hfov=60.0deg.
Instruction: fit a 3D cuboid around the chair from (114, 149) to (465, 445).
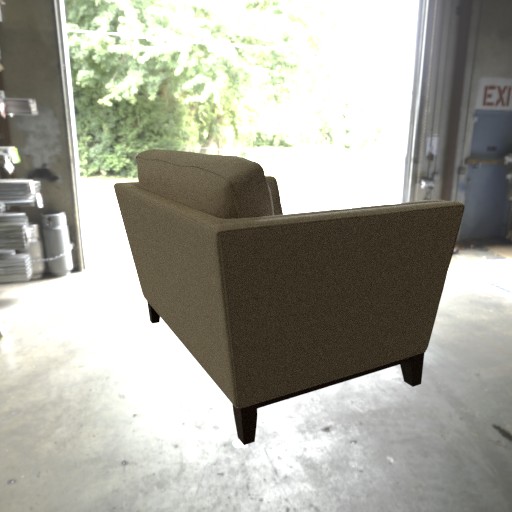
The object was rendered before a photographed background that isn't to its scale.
[{"bbox_3d":[0.000,0.000,2.027,0.965,0.940,1.397,-8,16,-27],"label":"chair"}]
